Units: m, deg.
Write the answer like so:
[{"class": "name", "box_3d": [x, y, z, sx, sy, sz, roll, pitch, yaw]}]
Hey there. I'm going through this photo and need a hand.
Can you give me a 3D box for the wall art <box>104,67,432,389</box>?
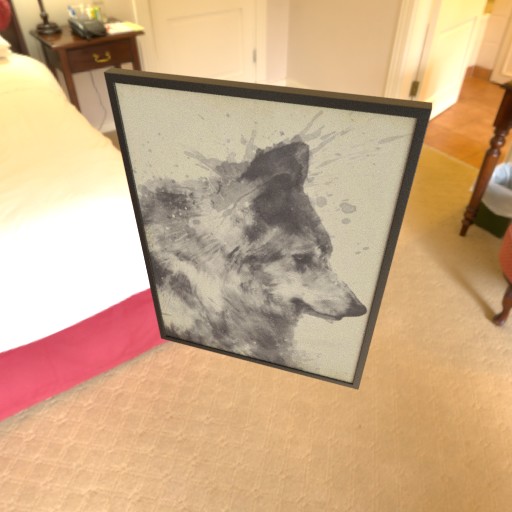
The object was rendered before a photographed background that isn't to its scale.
[{"class": "wall art", "box_3d": [0.000, 0.000, 1.399, 0.804, 1.061, 0.039, 11, 42, 13]}]
